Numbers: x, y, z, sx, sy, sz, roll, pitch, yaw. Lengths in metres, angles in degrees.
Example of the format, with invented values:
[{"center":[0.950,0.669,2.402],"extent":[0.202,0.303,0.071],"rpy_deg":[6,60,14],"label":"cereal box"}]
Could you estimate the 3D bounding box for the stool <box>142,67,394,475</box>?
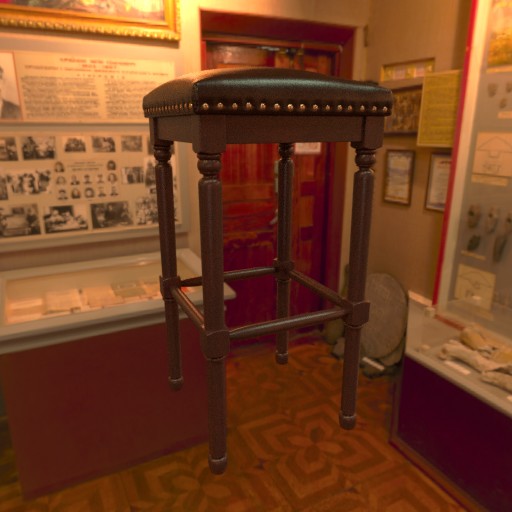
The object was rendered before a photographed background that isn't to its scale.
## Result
[{"center":[0.000,0.000,0.982],"extent":[0.382,0.768,0.383],"rpy_deg":[-8,18,-24],"label":"stool"}]
